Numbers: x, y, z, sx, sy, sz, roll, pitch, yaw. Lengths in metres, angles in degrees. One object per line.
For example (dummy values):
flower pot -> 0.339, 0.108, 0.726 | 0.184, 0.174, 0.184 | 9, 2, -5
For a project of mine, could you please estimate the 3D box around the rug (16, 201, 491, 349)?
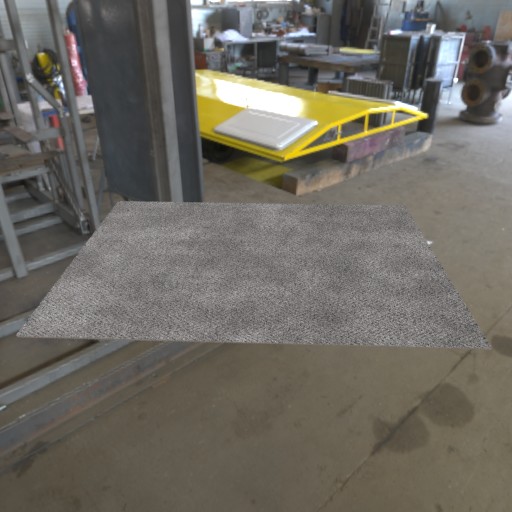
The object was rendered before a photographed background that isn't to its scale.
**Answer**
rug -> 0.000, 0.000, 2.764 | 2.235, 0.008, 1.600 | 1, 31, 2
